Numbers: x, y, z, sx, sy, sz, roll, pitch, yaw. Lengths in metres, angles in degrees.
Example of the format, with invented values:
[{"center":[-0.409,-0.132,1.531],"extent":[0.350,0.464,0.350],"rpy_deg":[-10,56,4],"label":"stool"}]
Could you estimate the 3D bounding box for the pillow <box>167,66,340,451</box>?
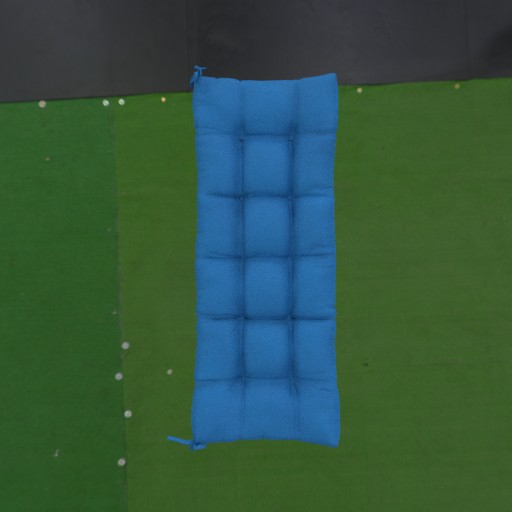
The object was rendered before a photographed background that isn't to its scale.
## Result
[{"center":[0.000,0.000,1.354],"extent":[0.511,0.174,1.194],"rpy_deg":[0,88,0],"label":"pillow"}]
